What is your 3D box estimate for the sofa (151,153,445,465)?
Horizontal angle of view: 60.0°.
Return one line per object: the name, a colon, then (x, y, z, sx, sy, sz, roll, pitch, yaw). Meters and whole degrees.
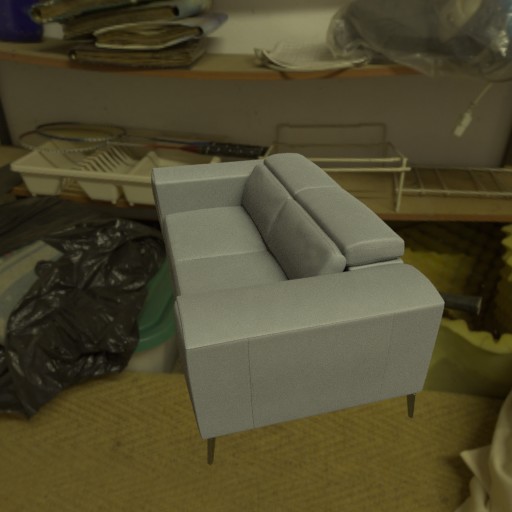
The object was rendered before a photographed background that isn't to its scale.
sofa: (0.000, 0.000, 2.446, 1.003, 0.779, 1.895, -7, 30, -13)
